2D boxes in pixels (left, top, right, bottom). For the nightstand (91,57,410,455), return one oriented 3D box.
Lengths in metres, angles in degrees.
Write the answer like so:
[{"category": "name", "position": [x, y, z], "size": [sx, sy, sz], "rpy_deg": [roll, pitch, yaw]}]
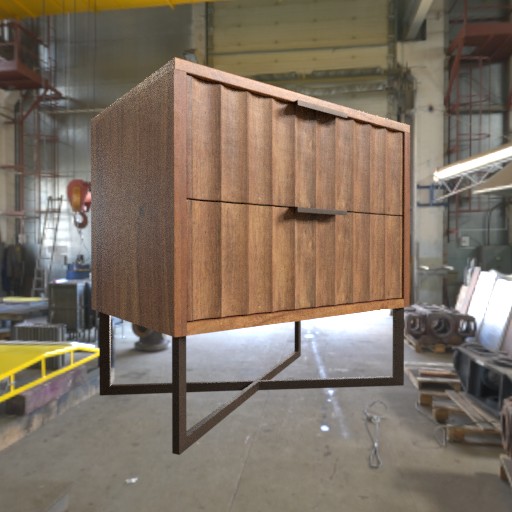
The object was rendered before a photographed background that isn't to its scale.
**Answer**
[{"category": "nightstand", "position": [0.000, 0.000, 1.020], "size": [0.613, 0.615, 0.427], "rpy_deg": [-1, 1, -37]}]
